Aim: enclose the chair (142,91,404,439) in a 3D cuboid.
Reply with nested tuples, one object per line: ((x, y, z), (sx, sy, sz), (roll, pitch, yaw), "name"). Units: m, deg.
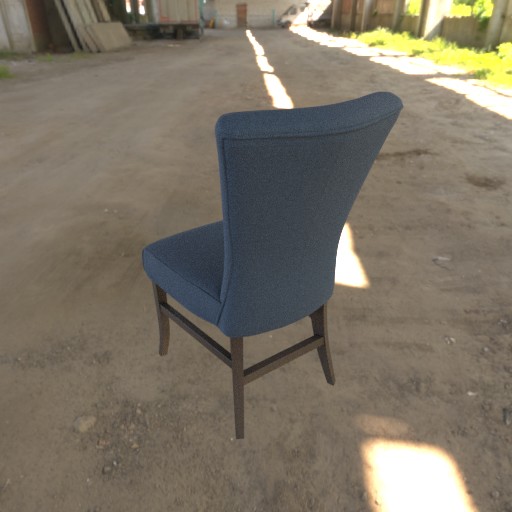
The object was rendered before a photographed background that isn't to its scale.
((0.000, 0.000, 1.376), (0.520, 0.991, 0.660), (-19, 35, -30), "chair")
